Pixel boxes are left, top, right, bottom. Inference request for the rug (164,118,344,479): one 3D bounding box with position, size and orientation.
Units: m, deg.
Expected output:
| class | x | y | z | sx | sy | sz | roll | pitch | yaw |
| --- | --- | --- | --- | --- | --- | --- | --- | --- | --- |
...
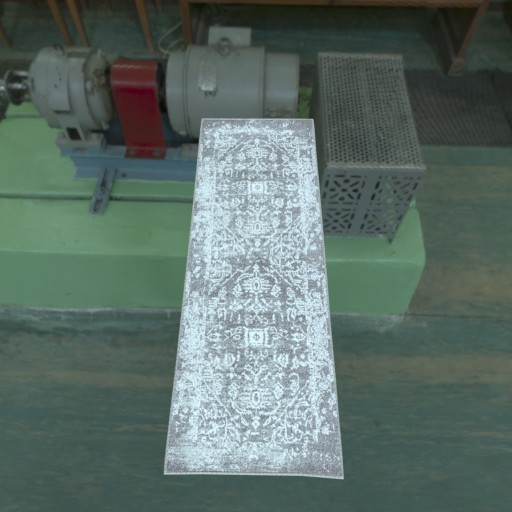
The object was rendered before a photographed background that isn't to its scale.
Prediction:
| class | x | y | z | sx | sy | sz | roll | pitch | yaw |
| --- | --- | --- | --- | --- | --- | --- | --- | --- | --- |
| rug | 0.000 | 0.000 | 2.724 | 0.855 | 0.017 | 2.452 | 0 | 58 | 0 |
